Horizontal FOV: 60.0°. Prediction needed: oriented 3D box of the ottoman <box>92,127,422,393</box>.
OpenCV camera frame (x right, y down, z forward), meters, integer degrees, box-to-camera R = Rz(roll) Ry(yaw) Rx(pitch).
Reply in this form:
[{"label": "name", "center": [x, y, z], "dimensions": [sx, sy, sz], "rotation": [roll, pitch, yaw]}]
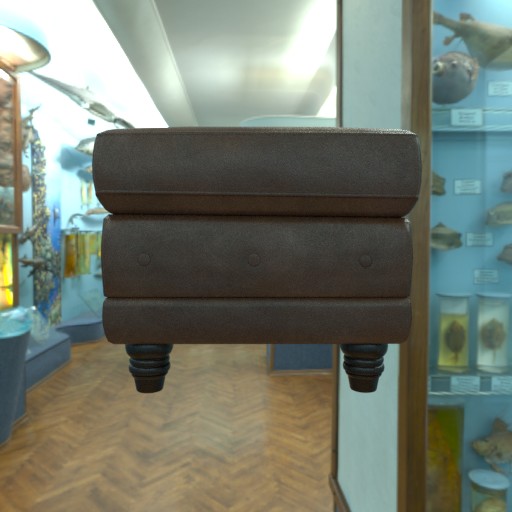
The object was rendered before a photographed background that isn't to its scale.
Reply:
[{"label": "ottoman", "center": [0.000, 0.000, 1.168], "dimensions": [0.588, 0.509, 0.795], "rotation": [0, 2, 0]}]
